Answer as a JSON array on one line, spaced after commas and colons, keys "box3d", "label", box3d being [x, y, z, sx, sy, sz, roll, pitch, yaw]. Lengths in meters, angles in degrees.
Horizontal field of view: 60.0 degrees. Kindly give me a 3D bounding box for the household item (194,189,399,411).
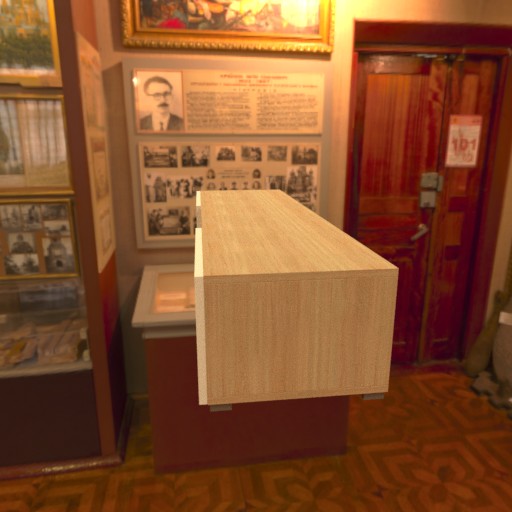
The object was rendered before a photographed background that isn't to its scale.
[{"box3d": [0.000, 0.000, 1.603, 0.420, 0.310, 1.400, -2, 15, -7], "label": "household item"}]
